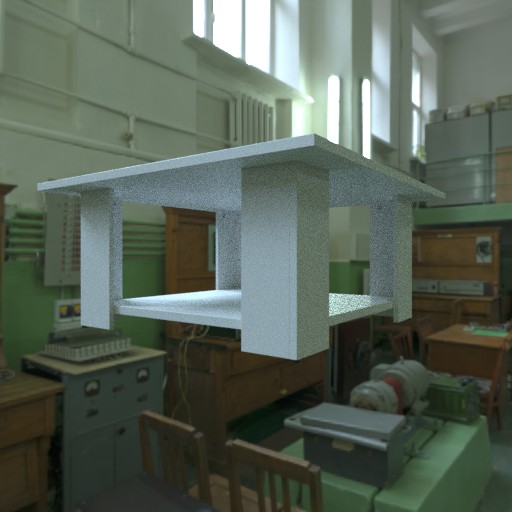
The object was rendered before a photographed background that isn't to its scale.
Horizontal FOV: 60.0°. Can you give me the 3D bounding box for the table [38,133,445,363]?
[{"bbox_3d":[0.000,0.000,1.023,0.670,0.305,0.670,0,0,36],"label":"table"}]
